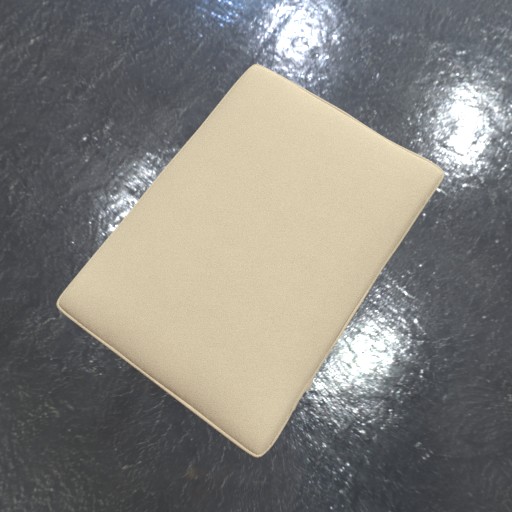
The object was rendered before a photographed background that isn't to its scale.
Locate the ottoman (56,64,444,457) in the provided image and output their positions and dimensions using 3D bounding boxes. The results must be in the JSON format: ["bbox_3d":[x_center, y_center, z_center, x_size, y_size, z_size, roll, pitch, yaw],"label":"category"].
[{"bbox_3d":[0.000,0.000,1.349,0.721,0.482,0.959,34,77,9],"label":"ottoman"}]
